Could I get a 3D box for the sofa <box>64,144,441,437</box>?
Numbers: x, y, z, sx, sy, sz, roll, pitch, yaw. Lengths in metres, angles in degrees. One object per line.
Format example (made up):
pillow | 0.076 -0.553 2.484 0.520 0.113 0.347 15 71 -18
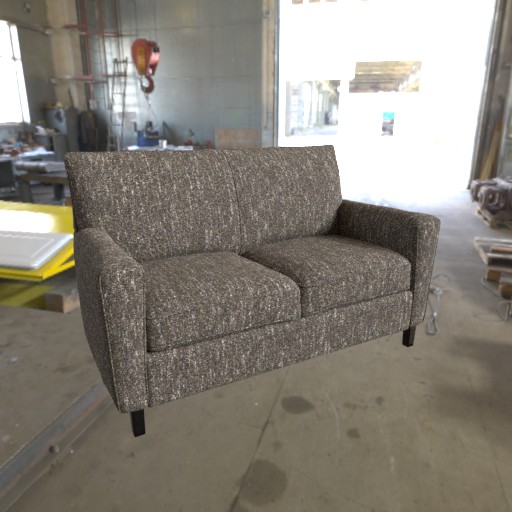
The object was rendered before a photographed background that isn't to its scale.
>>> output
sofa | 0.000 0.000 2.054 1.519 0.946 0.801 -9 20 -27
